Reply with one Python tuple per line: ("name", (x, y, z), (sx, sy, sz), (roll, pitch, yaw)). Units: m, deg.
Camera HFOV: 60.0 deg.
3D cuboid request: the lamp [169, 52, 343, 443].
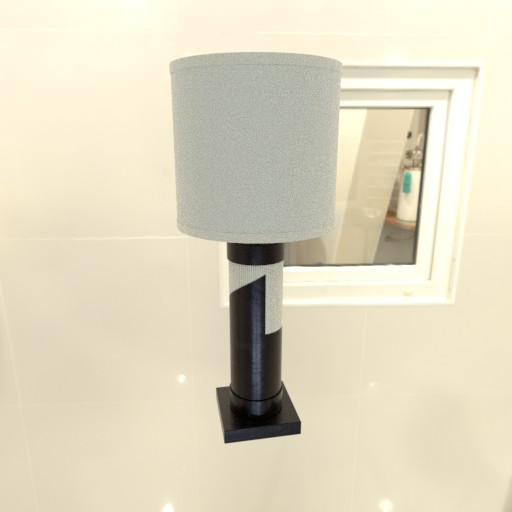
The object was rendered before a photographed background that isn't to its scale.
("lamp", (0.000, 0.000, 0.612), (0.211, 0.509, 0.211), (-3, 16, -10))
